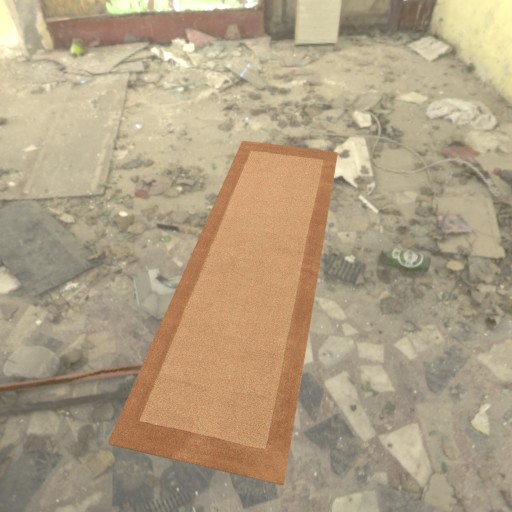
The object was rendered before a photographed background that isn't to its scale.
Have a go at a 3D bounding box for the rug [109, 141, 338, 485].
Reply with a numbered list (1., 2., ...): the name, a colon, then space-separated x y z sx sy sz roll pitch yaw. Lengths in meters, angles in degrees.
1. rug: 0.000 0.000 2.655 0.764 0.017 2.439 9 47 9
